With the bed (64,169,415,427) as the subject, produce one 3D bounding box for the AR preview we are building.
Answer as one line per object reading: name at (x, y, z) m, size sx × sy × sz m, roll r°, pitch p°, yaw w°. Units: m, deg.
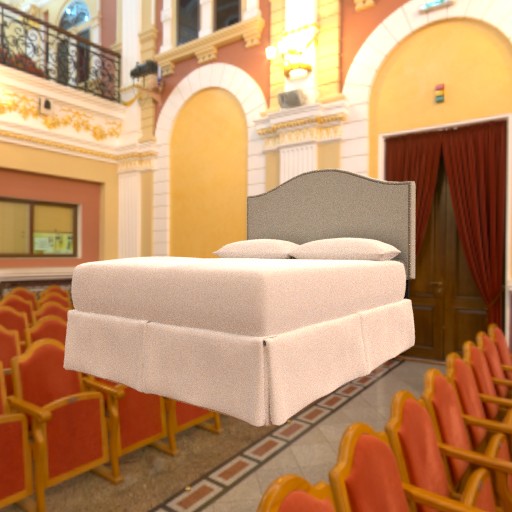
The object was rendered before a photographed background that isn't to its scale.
bed at (0.000, 0.000, 3.380) m, size 1.813 × 1.607 × 2.180 m, roll 1°, pitch 1°, yaw 37°
